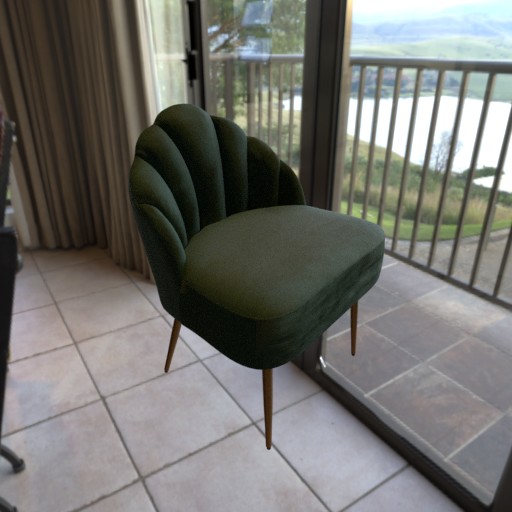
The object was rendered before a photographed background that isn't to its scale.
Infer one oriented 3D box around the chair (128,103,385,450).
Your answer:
[{"bbox_3d":[0.000,0.000,1.318,0.599,0.819,0.657,19,32,33],"label":"chair"}]
